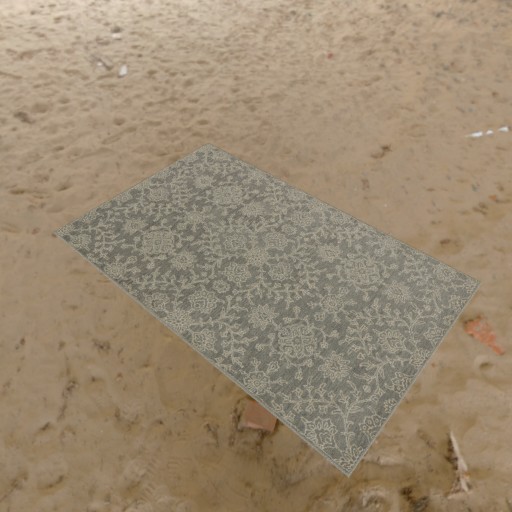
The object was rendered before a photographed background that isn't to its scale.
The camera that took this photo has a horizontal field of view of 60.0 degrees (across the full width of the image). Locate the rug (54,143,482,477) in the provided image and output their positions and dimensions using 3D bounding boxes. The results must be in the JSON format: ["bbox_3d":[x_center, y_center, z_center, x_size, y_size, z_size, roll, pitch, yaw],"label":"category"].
[{"bbox_3d":[0.000,0.000,2.930,2.430,0.010,1.515,32,54,27],"label":"rug"}]
